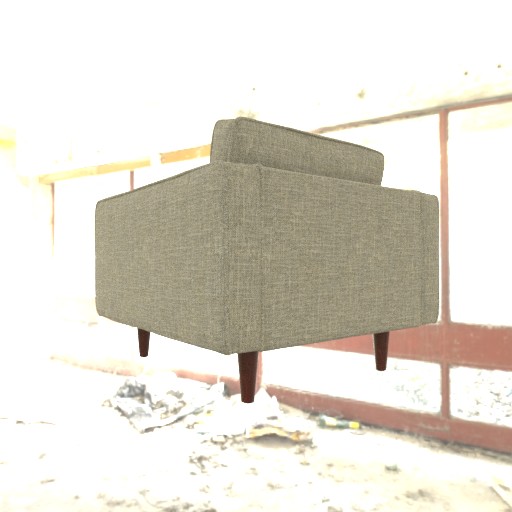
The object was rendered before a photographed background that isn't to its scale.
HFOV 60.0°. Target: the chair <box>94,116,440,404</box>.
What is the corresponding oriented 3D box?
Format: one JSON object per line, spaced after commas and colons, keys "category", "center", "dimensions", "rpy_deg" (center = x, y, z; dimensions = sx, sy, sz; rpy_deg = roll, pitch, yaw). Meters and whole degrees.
{"category": "chair", "center": [0.000, 0.000, 1.580], "dimensions": [0.889, 0.765, 0.914], "rpy_deg": [0, -1, -37]}
